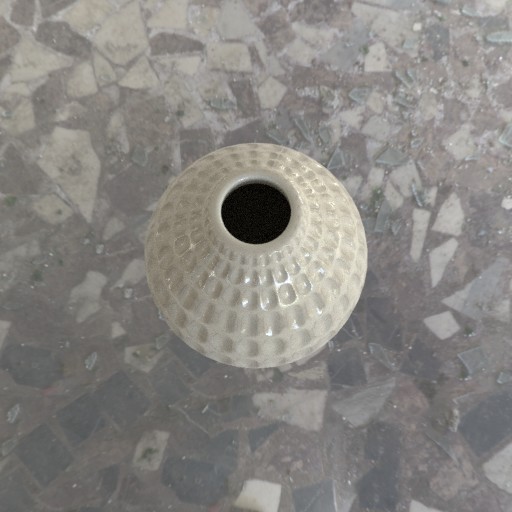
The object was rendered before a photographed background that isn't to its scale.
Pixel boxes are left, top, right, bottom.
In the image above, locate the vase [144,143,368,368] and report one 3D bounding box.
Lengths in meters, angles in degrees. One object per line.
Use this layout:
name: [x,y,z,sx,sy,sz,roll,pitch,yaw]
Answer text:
vase: [0.000,0.000,0.260,0.128,0.167,0.128,0,77,0]
